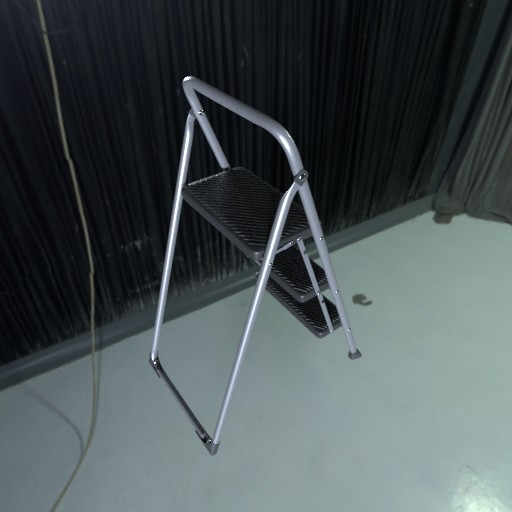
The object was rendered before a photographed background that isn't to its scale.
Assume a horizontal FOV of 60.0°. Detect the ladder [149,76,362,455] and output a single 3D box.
[{"bbox_3d":[0.000,0.000,1.260,0.629,0.945,0.430,-25,46,-27],"label":"ladder"}]
